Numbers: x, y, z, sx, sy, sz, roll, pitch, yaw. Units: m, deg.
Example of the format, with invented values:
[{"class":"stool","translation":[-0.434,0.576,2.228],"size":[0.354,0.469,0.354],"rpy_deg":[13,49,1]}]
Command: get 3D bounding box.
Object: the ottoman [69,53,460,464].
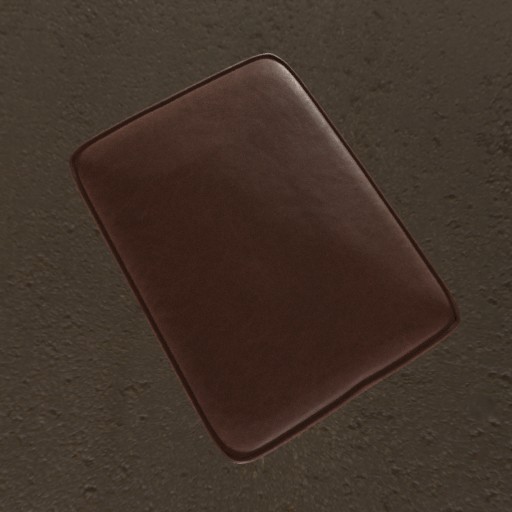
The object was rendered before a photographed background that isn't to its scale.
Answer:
[{"class":"ottoman","translation":[0.000,0.000,1.079],"size":[0.548,0.449,0.749],"rpy_deg":[-30,78,-7]}]
